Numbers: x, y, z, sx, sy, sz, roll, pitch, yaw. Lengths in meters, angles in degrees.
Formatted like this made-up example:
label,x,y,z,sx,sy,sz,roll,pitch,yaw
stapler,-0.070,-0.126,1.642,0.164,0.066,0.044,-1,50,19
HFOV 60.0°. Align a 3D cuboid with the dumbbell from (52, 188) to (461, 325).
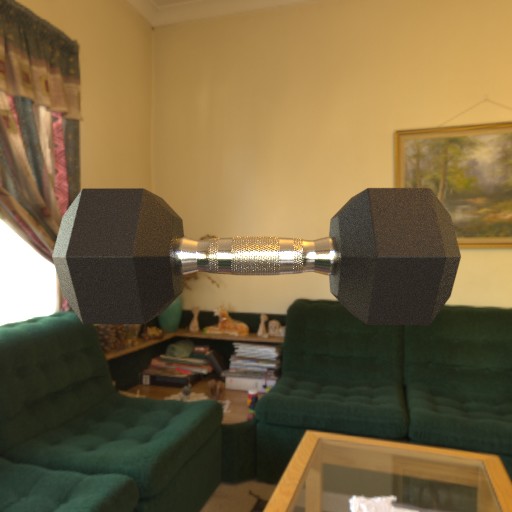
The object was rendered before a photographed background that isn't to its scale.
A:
label,x,y,z,sx,sy,sz,roll,pitch,yaw
dumbbell,0.000,0.000,0.357,0.297,0.101,0.116,0,1,1
